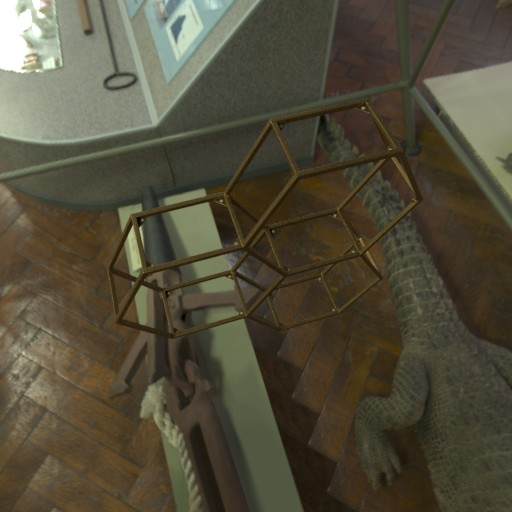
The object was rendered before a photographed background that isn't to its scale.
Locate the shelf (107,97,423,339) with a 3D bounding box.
[{"bbox_3d":[0.000,0.000,1.086,0.708,0.701,0.150,-15,60,-9],"label":"shelf"}]
